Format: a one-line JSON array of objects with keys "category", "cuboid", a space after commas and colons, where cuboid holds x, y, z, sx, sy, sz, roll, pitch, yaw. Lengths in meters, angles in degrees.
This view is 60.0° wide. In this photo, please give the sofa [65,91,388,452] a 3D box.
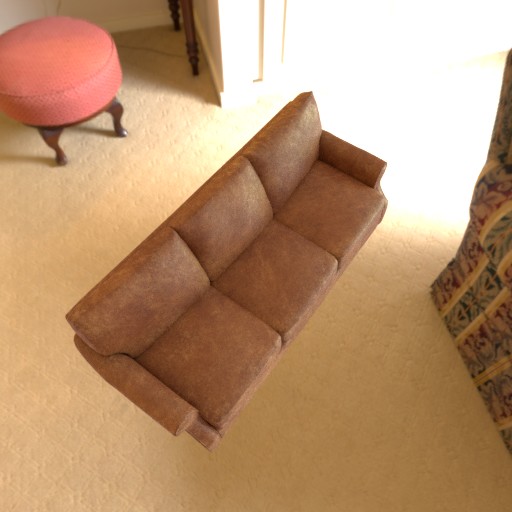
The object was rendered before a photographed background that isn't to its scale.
[{"category": "sofa", "cuboid": [0.000, 0.000, 2.939, 0.973, 0.977, 2.351, 32, 63, 18]}]
